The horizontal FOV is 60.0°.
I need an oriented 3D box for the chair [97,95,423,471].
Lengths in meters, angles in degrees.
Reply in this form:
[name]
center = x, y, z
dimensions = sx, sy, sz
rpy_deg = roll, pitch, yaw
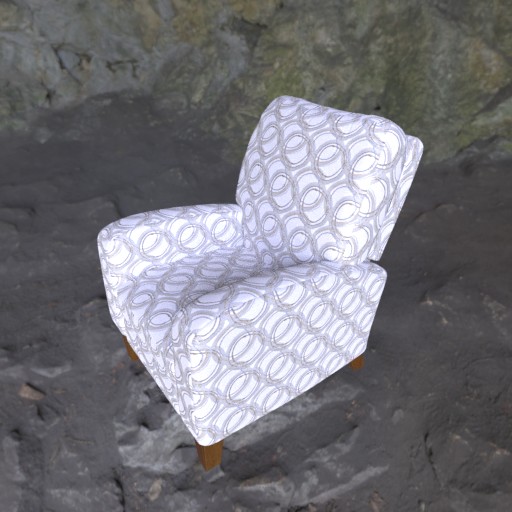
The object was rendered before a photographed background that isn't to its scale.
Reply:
[chair]
center = 0.000, 0.000, 1.728
dimensions = 0.995, 1.065, 0.796
rpy_deg = -20, 36, -30
